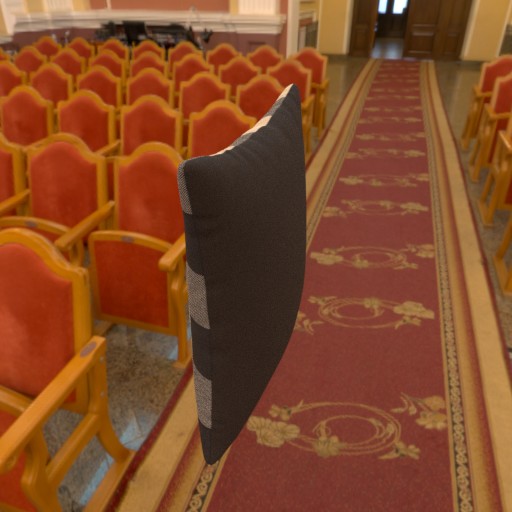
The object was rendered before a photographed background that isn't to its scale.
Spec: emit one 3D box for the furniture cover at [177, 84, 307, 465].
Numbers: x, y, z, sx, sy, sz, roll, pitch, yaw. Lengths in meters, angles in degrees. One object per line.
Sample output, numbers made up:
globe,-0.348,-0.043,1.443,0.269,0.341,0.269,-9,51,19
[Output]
furniture cover,0.000,0.000,0.799,0.161,0.509,0.511,9,32,15
